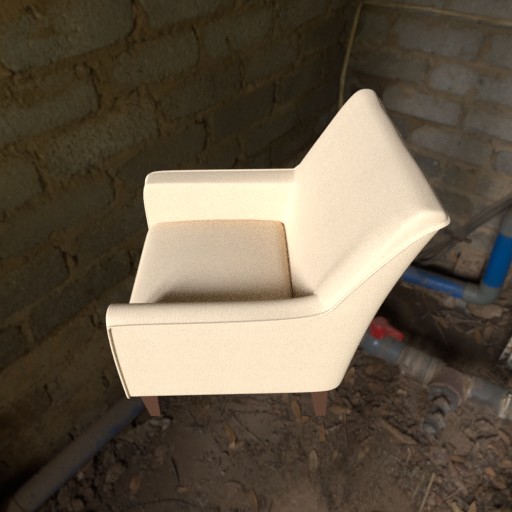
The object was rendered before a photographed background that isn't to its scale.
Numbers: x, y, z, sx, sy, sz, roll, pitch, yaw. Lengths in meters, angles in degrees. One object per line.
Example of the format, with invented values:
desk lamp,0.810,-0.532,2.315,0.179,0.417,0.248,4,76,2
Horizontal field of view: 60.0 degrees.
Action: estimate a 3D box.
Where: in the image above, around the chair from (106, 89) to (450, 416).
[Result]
chair,0.000,0.000,1.584,0.899,0.919,0.780,-1,42,-1
